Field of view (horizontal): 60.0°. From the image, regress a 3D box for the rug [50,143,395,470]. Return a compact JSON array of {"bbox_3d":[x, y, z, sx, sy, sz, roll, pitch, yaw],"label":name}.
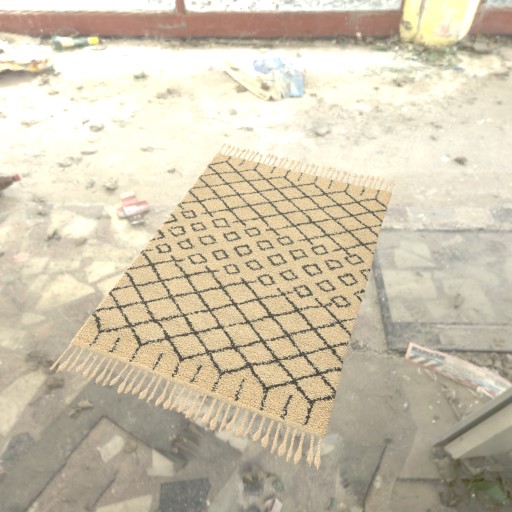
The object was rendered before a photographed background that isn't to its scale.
[{"bbox_3d":[0.000,0.000,3.275,1.664,0.029,2.615,16,49,14],"label":"rug"}]
